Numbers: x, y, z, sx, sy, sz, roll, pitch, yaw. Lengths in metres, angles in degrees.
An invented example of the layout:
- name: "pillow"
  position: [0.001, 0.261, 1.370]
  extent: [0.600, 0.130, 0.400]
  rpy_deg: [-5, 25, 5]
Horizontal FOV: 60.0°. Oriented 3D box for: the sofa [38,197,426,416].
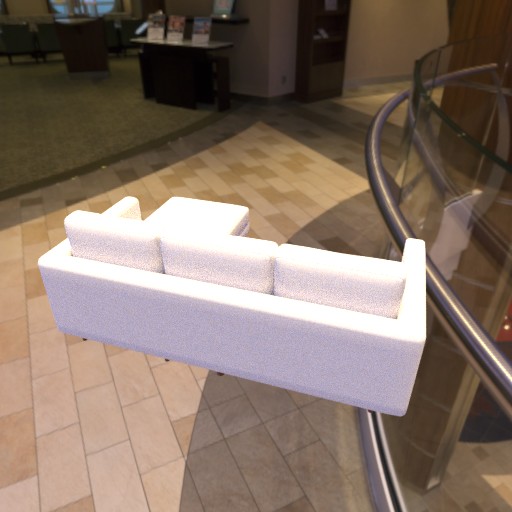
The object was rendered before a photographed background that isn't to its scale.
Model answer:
- name: "sofa"
  position: [0.000, 0.000, 2.893]
  extent: [2.029, 0.899, 1.580]
  rpy_deg: [10, 33, 15]
